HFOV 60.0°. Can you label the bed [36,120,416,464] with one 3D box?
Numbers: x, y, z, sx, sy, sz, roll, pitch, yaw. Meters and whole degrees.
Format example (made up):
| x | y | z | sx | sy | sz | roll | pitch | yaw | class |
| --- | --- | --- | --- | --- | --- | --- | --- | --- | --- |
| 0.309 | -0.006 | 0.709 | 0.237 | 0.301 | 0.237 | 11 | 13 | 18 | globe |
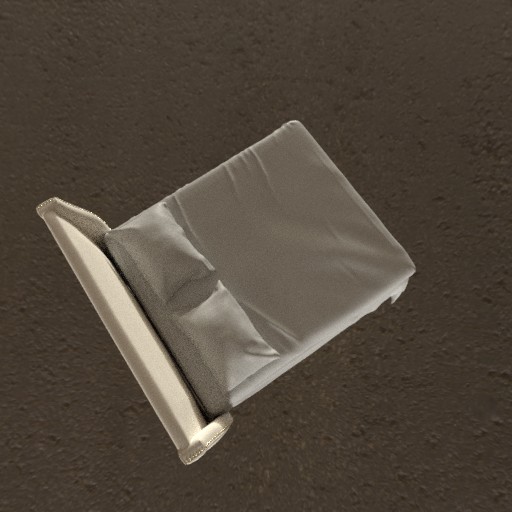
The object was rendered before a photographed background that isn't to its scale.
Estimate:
| x | y | z | sx | sy | sz | roll | pitch | yaw | class |
| --- | --- | --- | --- | --- | --- | --- | --- | --- | --- |
| 0.000 | 0.000 | 3.509 | 2.276 | 1.332 | 1.925 | -33 | 77 | -9 | bed |
